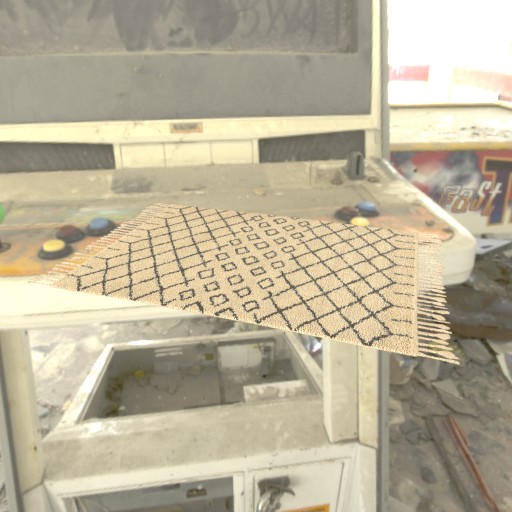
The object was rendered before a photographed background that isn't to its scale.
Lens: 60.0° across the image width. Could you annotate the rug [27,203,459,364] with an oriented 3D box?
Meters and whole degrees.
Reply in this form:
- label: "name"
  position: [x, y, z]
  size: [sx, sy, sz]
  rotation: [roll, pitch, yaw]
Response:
- label: "rug"
  position: [0.000, 0.000, 3.203]
  size: [2.615, 0.029, 1.664]
  rotation: [8, 27, 16]
